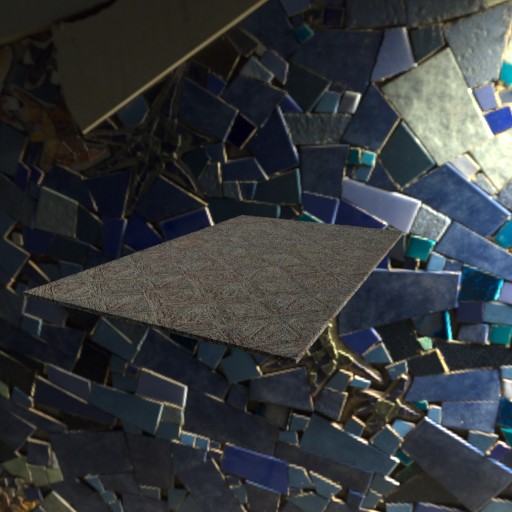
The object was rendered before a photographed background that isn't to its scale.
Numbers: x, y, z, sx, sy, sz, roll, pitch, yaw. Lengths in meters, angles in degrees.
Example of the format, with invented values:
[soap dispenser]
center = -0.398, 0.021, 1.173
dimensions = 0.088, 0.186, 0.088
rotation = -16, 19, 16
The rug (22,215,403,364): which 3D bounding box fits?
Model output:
[rug]
center = 0.000, 0.000, 2.211
dimensions = 1.143, 0.014, 1.761
rotation = 8, 18, 26
